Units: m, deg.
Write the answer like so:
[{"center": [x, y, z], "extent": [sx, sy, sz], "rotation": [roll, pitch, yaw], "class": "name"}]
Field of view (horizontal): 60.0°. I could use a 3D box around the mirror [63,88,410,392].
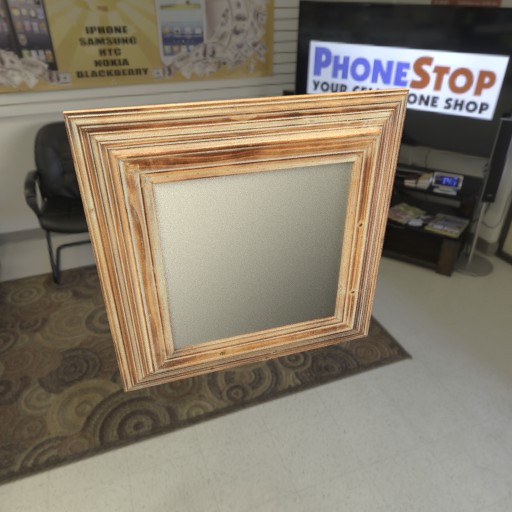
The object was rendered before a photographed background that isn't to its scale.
[{"center": [0.000, 0.000, 1.192], "extent": [0.804, 0.804, 0.061], "rotation": [-9, 32, -15], "class": "mirror"}]
